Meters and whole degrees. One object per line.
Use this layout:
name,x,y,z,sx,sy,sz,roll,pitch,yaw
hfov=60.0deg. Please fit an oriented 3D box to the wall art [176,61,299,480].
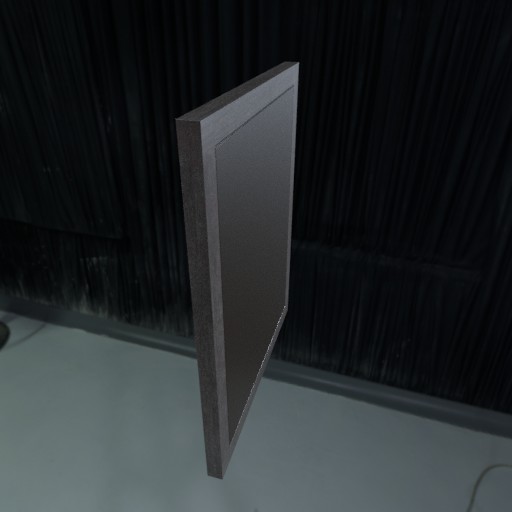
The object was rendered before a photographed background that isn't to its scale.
wall art,0.000,0.000,0.785,0.027,0.580,0.479,8,31,14
